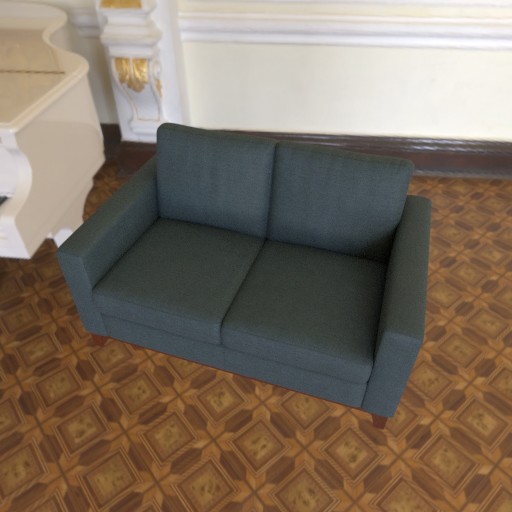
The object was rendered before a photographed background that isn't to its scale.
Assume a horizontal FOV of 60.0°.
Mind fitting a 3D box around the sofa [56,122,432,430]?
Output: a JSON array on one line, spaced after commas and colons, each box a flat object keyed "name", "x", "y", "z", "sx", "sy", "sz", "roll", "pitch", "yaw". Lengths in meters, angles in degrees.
[{"name": "sofa", "x": 0.000, "y": 0.000, "z": 2.103, "sx": 1.489, "sy": 0.903, "sz": 0.955, "roll": 12, "pitch": 42, "yaw": 14}]
